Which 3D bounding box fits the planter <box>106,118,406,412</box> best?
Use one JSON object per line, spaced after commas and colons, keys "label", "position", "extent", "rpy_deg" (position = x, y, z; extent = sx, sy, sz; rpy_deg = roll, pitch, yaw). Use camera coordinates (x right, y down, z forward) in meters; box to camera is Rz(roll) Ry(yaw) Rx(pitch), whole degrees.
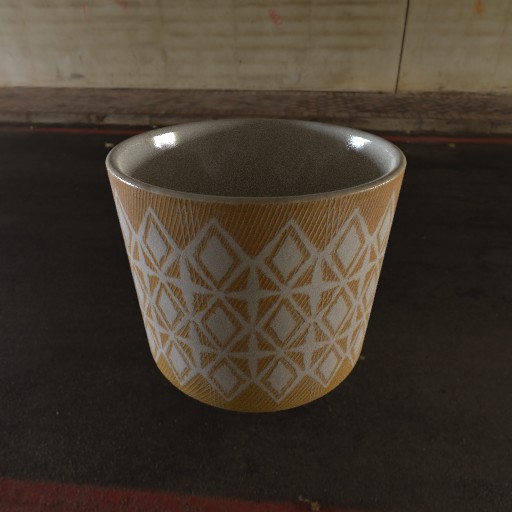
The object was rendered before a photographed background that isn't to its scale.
{"label": "planter", "position": [0.000, 0.000, 0.335], "extent": [0.193, 0.165, 0.193], "rpy_deg": [0, 28, 0]}
